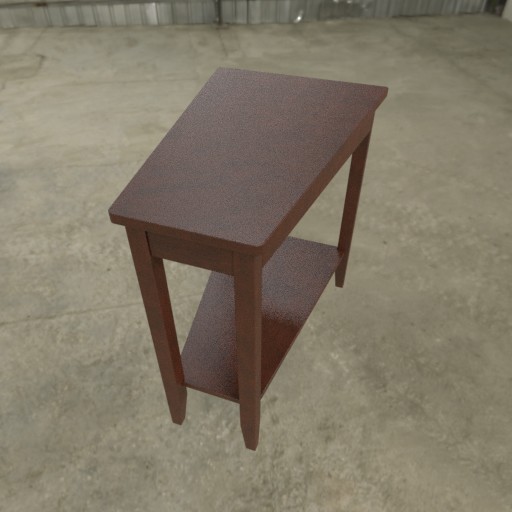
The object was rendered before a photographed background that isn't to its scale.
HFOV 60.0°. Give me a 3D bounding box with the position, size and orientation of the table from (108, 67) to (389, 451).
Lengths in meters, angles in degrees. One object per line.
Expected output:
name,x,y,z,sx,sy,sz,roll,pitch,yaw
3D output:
table,0.000,0.000,0.988,0.399,0.589,0.605,13,43,14
